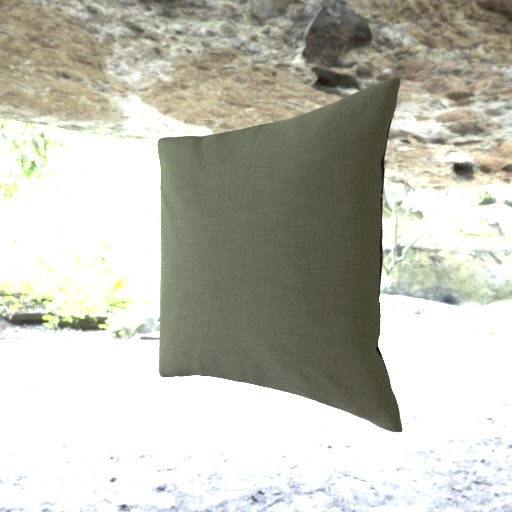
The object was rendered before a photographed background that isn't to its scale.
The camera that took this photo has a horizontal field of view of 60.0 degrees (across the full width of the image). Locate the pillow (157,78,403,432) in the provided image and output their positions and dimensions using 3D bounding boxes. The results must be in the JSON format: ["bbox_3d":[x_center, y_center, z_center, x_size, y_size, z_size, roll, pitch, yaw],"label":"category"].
[{"bbox_3d":[0.000,0.000,0.785,0.517,0.508,0.158,-1,-1,37],"label":"pillow"}]
